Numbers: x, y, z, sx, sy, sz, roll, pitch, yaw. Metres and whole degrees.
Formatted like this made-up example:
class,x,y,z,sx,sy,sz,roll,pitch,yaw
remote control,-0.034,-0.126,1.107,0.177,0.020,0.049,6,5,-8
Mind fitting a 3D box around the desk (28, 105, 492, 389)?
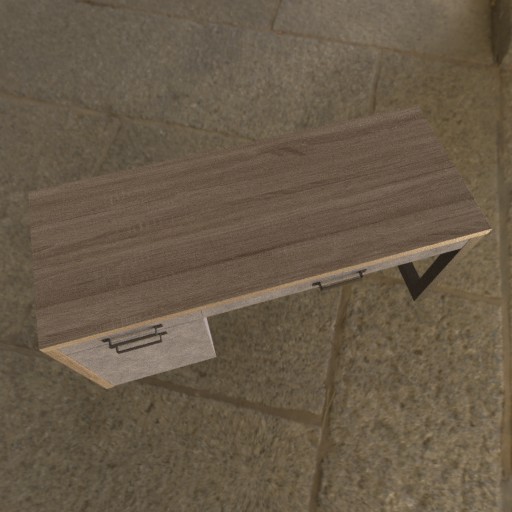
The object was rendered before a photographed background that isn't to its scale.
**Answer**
class,x,y,z,sx,sy,sz,roll,pitch,yaw
desk,0.000,0.000,2.069,1.700,0.760,0.690,-14,65,-7
